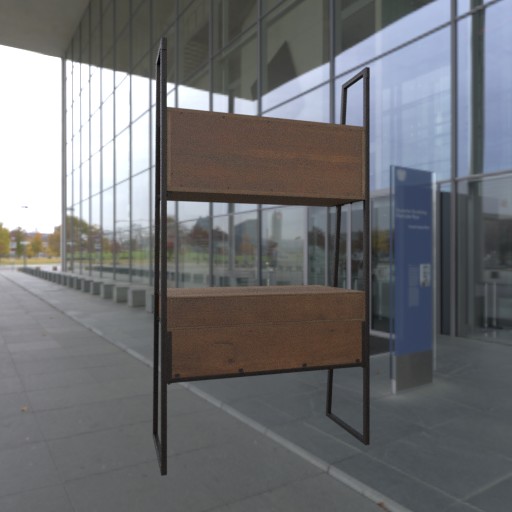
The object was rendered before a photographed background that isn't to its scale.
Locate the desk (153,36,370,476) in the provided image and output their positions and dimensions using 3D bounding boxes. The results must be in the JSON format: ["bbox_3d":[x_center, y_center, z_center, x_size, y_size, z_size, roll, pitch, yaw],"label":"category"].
[{"bbox_3d":[0.000,0.000,2.213,0.982,1.809,0.515,0,0,-18],"label":"desk"}]
